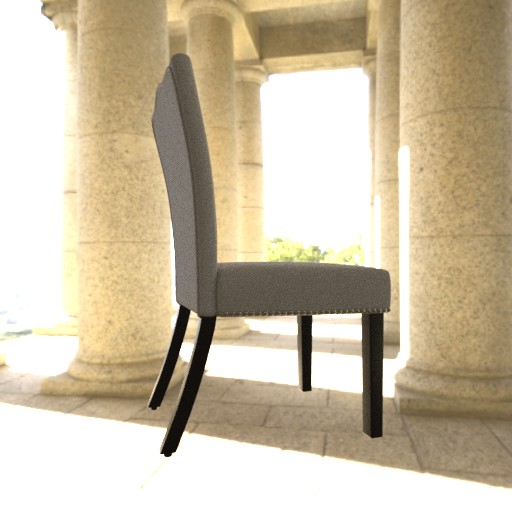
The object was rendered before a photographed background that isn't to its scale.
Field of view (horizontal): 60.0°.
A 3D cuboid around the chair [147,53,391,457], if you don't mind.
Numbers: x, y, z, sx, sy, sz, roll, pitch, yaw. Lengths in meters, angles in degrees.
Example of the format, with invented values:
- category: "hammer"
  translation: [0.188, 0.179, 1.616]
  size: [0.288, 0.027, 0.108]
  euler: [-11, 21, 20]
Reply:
- category: "chair"
  translation: [0.000, 0.000, 1.297]
  size: [0.589, 0.946, 0.518]
  euler: [0, -1, -18]
